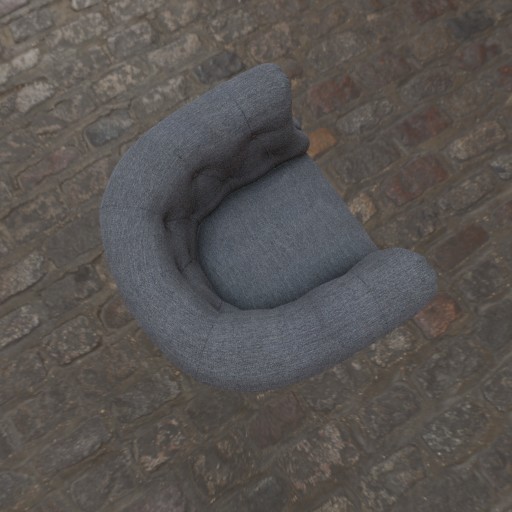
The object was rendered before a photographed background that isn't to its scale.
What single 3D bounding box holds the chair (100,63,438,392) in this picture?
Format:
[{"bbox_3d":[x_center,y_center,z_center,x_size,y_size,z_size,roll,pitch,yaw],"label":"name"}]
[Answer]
[{"bbox_3d":[0.000,0.000,1.594,0.852,0.827,0.905,-31,77,-8],"label":"chair"}]
